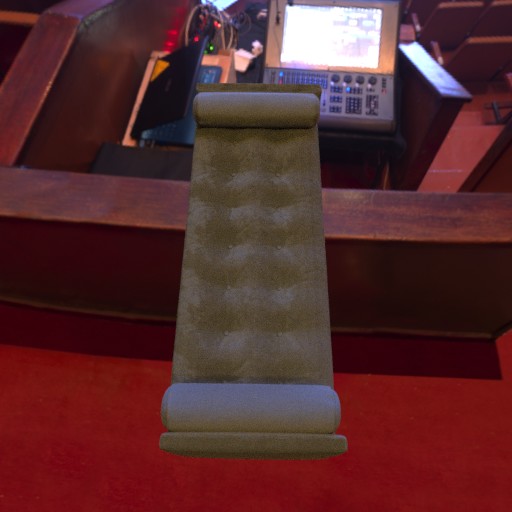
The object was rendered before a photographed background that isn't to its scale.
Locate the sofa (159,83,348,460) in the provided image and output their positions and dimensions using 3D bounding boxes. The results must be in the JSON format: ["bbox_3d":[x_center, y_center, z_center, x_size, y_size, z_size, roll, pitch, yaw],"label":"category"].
[{"bbox_3d":[0.000,0.000,2.525,0.796,0.705,2.102,1,64,0],"label":"sofa"}]
